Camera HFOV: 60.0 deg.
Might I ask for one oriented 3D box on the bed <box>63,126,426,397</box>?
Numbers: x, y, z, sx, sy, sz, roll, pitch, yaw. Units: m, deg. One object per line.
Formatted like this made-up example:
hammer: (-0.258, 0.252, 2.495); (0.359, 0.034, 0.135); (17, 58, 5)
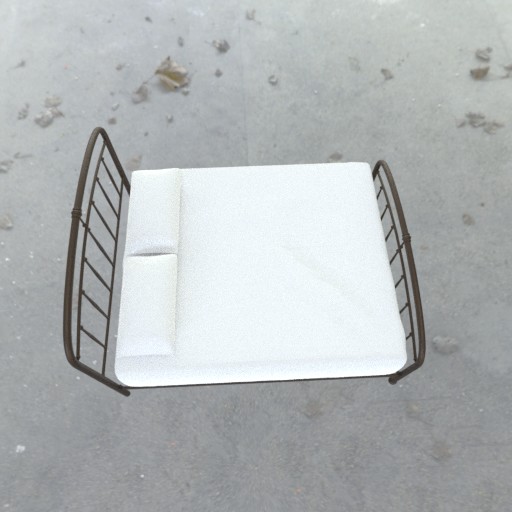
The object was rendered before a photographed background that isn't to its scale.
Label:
bed: (0.000, 0.000, 3.253); (2.180, 1.425, 1.711); (-2, 64, -1)
